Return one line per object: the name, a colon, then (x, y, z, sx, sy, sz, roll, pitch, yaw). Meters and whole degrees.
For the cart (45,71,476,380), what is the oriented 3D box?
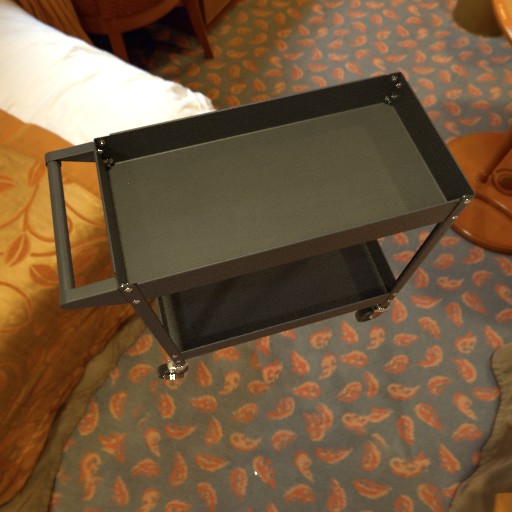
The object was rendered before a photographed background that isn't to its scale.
cart: (0.000, 0.000, 1.164, 0.779, 0.719, 0.366, -15, 65, -7)
